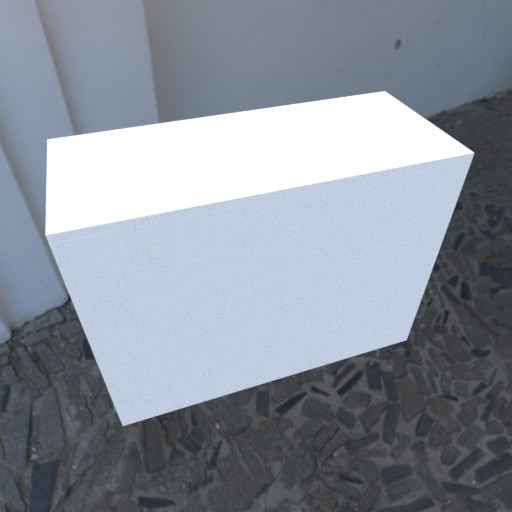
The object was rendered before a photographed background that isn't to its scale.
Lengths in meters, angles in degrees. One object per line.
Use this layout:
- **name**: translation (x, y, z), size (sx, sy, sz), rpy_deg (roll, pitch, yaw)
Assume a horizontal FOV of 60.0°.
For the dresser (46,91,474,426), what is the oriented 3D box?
- **dresser**: translation (0.000, 0.000, 1.507), size (1.100, 0.820, 0.460), rpy_deg (-13, 43, -14)
